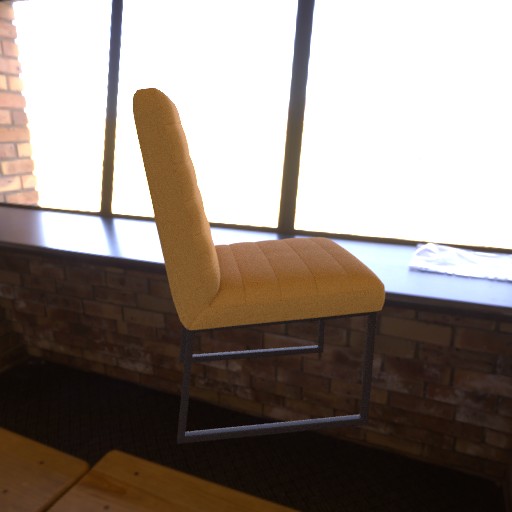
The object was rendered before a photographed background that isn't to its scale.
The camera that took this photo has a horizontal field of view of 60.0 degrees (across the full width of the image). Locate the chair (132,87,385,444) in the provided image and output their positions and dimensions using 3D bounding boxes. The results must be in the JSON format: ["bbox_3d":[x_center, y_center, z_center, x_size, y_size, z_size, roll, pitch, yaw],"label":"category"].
[{"bbox_3d":[0.000,0.000,1.355,0.634,0.930,0.520,-2,16,-8],"label":"chair"}]
